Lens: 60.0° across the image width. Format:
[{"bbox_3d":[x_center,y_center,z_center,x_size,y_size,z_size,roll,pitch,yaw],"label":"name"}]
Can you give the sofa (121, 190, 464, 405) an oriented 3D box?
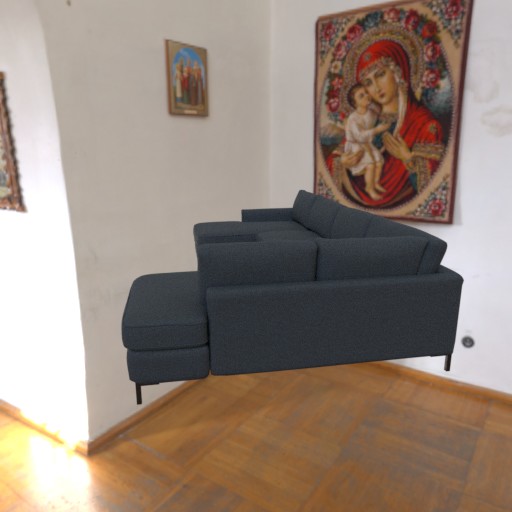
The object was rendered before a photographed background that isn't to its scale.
[{"bbox_3d":[0.000,0.000,3.848,1.984,0.858,2.975,-3,15,-10],"label":"sofa"}]
